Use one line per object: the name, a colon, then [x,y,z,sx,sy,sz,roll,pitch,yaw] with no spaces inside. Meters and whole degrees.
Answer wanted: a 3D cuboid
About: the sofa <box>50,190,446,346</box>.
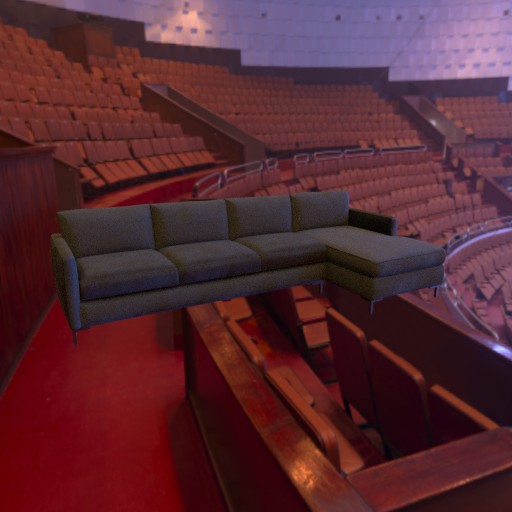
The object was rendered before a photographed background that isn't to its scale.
sofa: [0.000,0.000,3.316,2.725,0.756,1.255,-8,17,-28]
